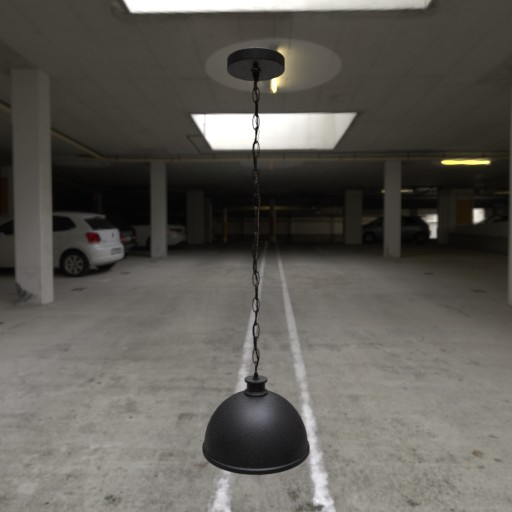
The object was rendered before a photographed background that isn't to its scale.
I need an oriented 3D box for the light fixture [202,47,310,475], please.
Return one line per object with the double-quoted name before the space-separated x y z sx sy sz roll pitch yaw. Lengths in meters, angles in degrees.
"light fixture" 0.000 0.000 1.247 0.304 1.090 0.304 0 2 2
